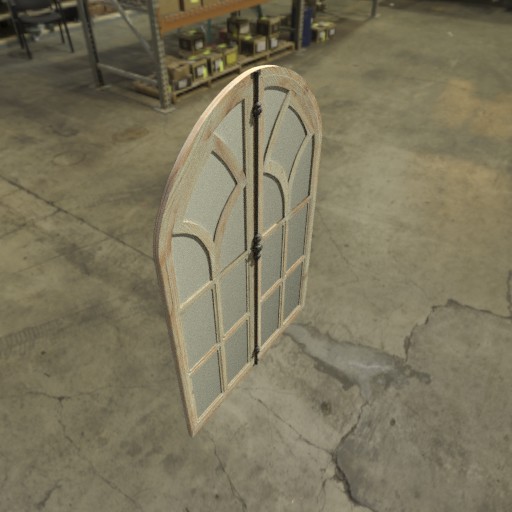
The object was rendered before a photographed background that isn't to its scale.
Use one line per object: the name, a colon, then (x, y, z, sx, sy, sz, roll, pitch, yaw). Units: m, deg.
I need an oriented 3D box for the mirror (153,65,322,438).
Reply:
mirror: (0.000, 0.000, 1.129, 0.032, 0.915, 0.609, 25, 46, 26)
